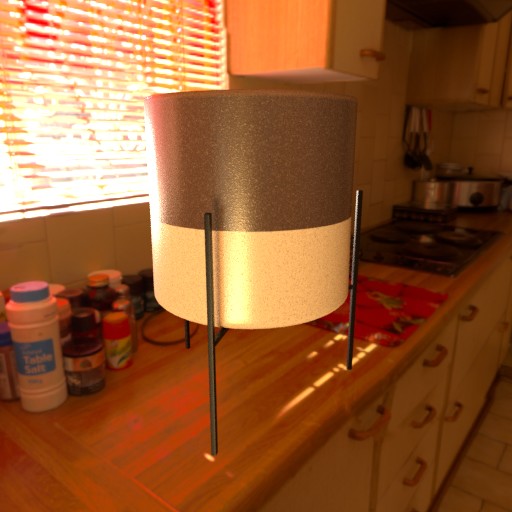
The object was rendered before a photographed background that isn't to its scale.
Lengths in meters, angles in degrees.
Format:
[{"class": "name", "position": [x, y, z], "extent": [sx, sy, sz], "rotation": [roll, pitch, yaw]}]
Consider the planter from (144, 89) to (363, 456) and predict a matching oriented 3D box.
[{"class": "planter", "position": [0.000, 0.000, 0.525], "extent": [0.250, 0.353, 0.260], "rotation": [2, 15, 8]}]
